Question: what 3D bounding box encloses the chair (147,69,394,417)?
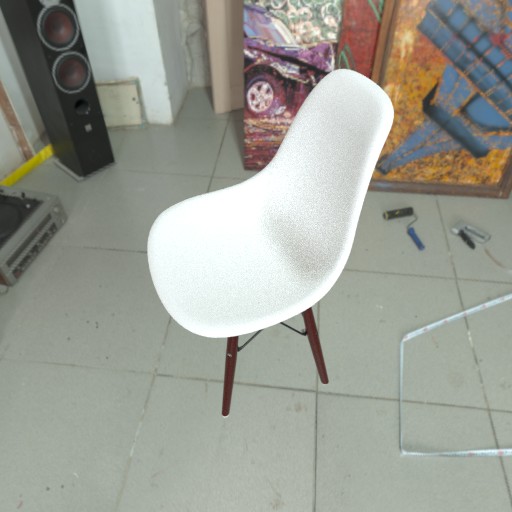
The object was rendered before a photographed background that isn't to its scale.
[{"bbox_3d":[0.000,0.000,1.144,0.533,0.826,0.470,-17,50,-15],"label":"chair"}]
